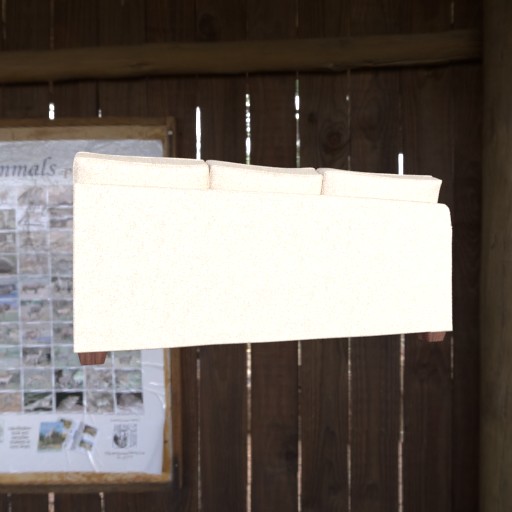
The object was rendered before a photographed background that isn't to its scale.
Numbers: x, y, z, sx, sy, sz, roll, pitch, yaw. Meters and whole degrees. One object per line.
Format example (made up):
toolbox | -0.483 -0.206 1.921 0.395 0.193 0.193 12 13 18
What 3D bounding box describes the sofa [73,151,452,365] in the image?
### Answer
sofa | 0.000 0.000 2.617 1.962 0.946 1.034 0 0 -18
